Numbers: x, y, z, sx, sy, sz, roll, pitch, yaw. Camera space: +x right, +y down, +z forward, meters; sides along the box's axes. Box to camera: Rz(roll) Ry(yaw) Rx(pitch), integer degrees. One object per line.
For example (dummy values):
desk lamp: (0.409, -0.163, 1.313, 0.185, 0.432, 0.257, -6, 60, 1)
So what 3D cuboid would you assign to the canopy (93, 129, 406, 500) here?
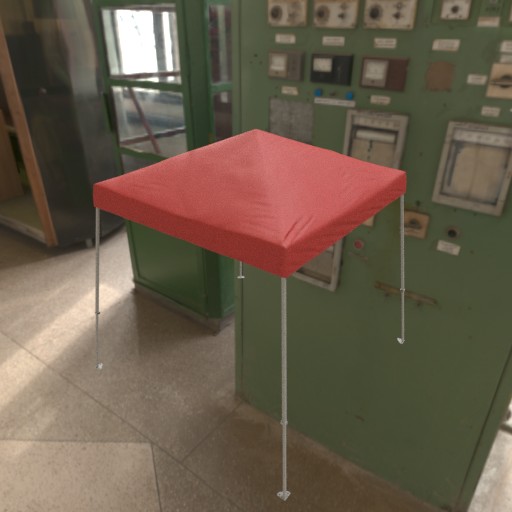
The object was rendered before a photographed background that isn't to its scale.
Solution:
canopy: (0.000, 0.000, 6.407, 3.599, 3.600, 3.600, 20, 34, 33)
